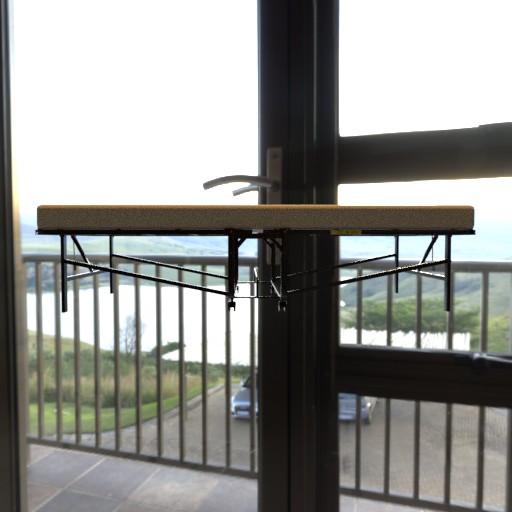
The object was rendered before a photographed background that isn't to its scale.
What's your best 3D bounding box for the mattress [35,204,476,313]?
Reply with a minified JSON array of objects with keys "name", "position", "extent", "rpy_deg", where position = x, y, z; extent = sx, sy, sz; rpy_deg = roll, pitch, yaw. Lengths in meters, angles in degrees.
[{"name":"mattress","position":[0.000,0.000,2.541],"extent":[2.153,0.519,0.922],"rpy_deg":[0,2,-1]}]
